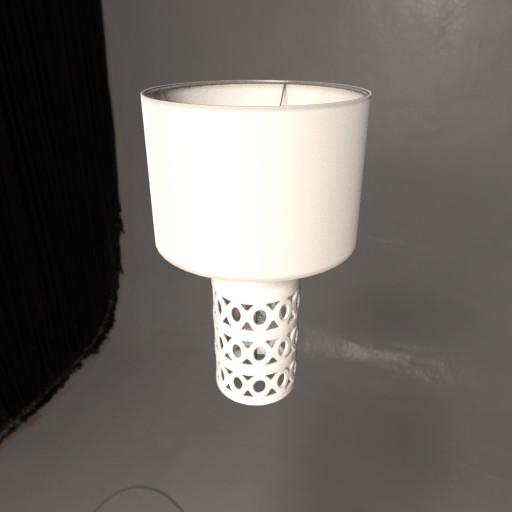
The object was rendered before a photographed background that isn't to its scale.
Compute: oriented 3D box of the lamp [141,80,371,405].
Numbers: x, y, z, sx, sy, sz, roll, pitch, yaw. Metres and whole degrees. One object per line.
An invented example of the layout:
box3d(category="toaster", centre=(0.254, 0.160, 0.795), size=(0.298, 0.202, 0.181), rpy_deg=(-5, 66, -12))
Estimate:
box3d(category="lamp", centre=(0.000, 0.000, 0.714), size=(0.310, 0.502, 0.310), rpy_deg=(0, 27, 0))
